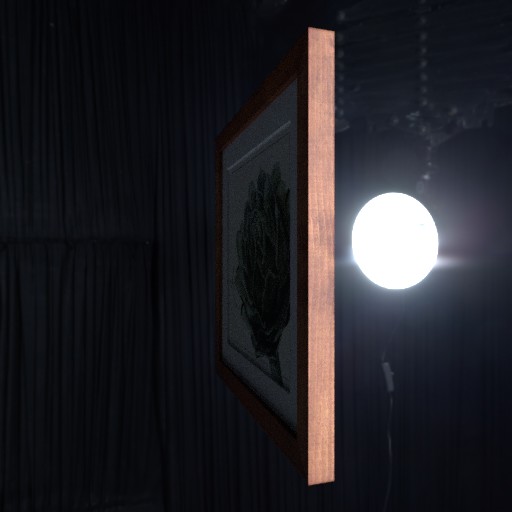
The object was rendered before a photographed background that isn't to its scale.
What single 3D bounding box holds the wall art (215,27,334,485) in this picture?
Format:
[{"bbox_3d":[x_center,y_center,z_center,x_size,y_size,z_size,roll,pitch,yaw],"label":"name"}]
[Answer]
[{"bbox_3d":[0.000,0.000,0.823,0.037,0.572,0.554,0,0,-17],"label":"wall art"}]
